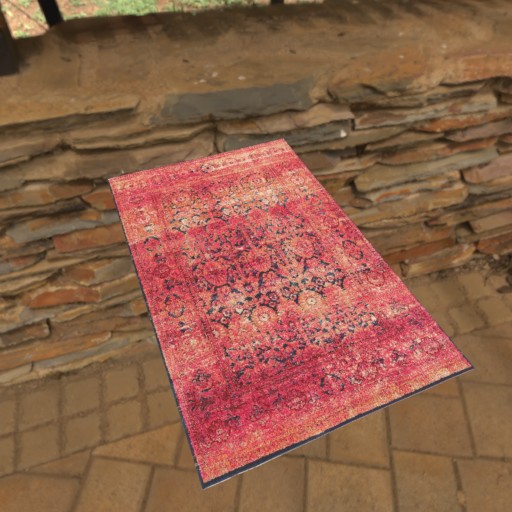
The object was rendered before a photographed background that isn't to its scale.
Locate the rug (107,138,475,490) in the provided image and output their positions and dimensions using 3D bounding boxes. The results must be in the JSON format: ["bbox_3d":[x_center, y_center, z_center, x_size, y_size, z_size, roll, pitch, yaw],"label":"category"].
[{"bbox_3d":[0.000,0.000,2.946,1.539,0.018,2.449,-17,49,-15],"label":"rug"}]
